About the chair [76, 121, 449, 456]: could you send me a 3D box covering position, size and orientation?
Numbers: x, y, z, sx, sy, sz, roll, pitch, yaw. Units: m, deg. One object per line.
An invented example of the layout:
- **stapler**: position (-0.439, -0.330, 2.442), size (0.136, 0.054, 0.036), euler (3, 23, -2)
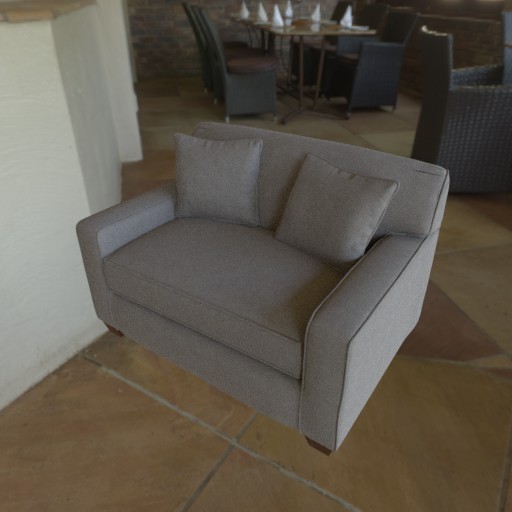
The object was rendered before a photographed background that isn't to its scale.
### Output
- **chair**: position (0.000, 0.000, 2.085), size (1.395, 0.953, 0.992), euler (20, 36, 29)
